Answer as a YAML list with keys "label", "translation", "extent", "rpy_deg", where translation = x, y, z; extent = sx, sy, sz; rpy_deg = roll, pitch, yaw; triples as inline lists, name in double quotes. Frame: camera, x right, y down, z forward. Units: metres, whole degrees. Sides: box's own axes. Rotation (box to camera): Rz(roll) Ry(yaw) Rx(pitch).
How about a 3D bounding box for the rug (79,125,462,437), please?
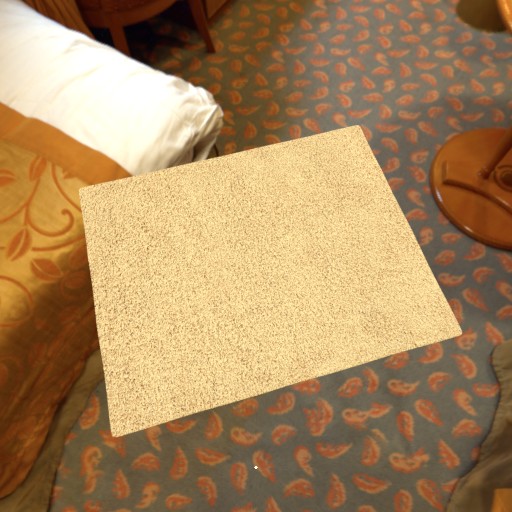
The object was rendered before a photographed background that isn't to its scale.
- label: "rug"
  translation: [0.000, 0.000, 4.171]
  extent: [3.047, 0.029, 2.438]
  rpy_deg: [-14, 65, -7]
